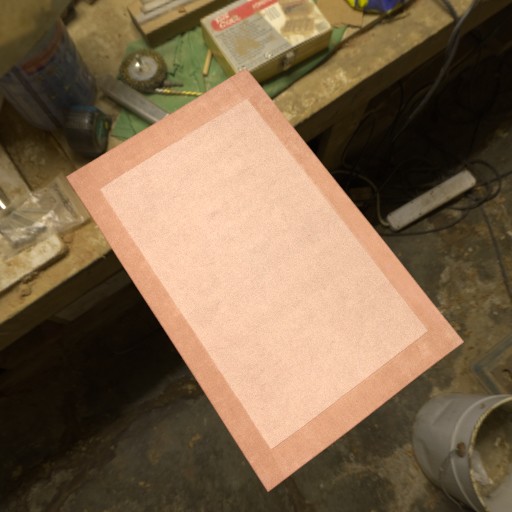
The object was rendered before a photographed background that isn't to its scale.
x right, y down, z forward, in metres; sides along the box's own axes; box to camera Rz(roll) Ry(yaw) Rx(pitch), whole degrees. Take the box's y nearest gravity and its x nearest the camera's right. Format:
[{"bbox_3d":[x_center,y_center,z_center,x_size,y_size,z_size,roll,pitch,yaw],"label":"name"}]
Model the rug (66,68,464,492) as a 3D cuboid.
[{"bbox_3d":[0.000,0.000,2.950,1.524,0.014,2.438,-34,79,-8],"label":"rug"}]
